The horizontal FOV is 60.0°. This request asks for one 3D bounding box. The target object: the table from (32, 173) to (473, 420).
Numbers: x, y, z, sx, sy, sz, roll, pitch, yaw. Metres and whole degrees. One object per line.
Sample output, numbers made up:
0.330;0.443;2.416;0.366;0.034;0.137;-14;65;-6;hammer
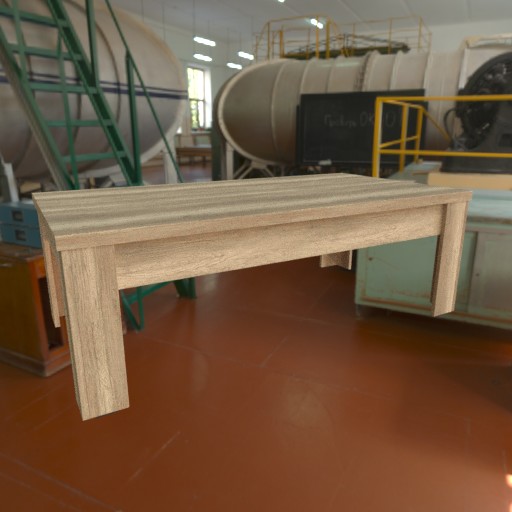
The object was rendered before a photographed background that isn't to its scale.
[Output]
0.000;0.000;1.591;1.350;0.460;0.700;-9;19;-28;table
